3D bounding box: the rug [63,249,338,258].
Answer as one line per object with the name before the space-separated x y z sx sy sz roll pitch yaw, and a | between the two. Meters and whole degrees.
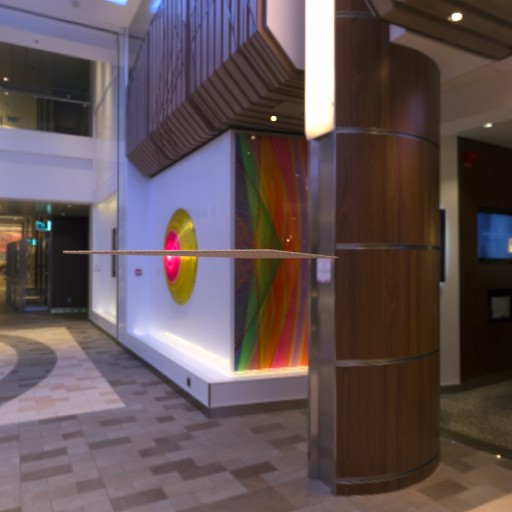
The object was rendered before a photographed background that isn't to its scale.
rug | 0.000 0.000 2.663 0.762 0.008 2.439 0 -1 15
